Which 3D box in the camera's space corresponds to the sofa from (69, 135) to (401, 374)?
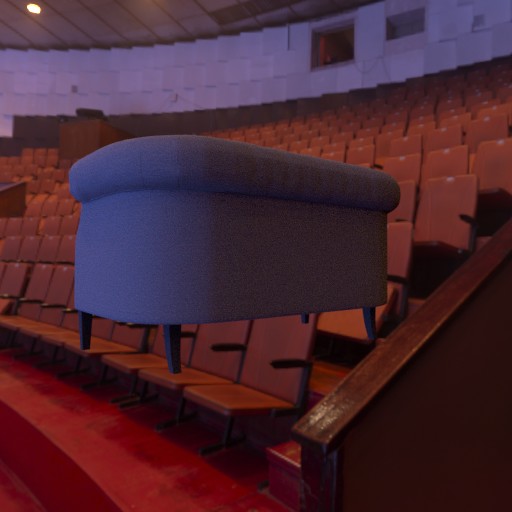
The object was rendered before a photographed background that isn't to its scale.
[{"bbox_3d":[0.000,0.000,2.082,1.558,0.827,0.835,1,-1,-38],"label":"sofa"}]
